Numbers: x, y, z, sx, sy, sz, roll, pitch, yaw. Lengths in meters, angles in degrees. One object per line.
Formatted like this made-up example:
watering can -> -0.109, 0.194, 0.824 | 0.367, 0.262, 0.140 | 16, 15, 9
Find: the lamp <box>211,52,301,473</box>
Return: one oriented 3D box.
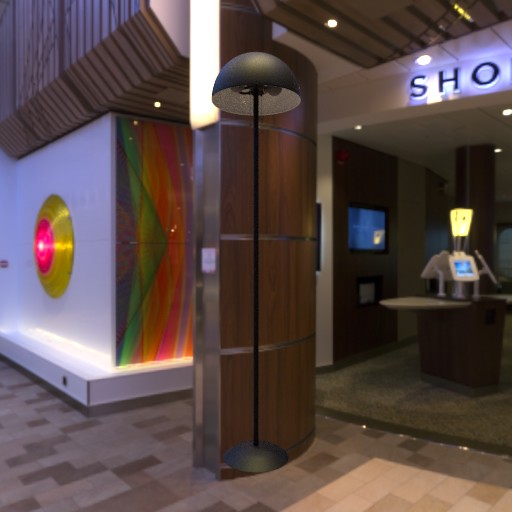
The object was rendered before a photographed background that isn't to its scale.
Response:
lamp -> 0.000, 0.000, 1.629 | 0.328, 1.480, 0.328 | 0, 1, 1
